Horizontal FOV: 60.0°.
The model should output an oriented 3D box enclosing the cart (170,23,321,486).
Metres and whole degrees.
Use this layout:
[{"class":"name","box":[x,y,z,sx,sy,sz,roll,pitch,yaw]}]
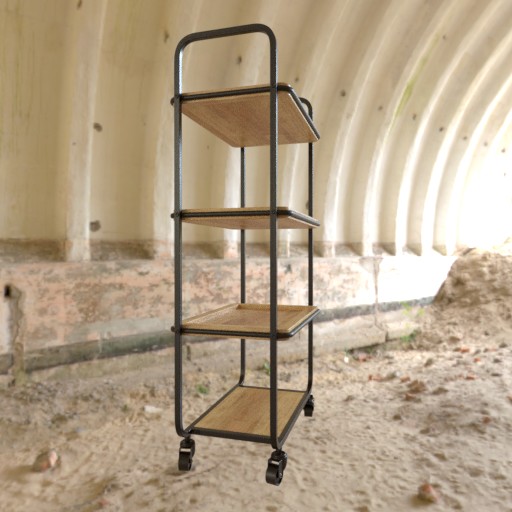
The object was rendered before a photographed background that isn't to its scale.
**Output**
[{"class":"cart","box":[0.000,0.000,1.309,0.321,1.080,0.545,0,1,17]}]
